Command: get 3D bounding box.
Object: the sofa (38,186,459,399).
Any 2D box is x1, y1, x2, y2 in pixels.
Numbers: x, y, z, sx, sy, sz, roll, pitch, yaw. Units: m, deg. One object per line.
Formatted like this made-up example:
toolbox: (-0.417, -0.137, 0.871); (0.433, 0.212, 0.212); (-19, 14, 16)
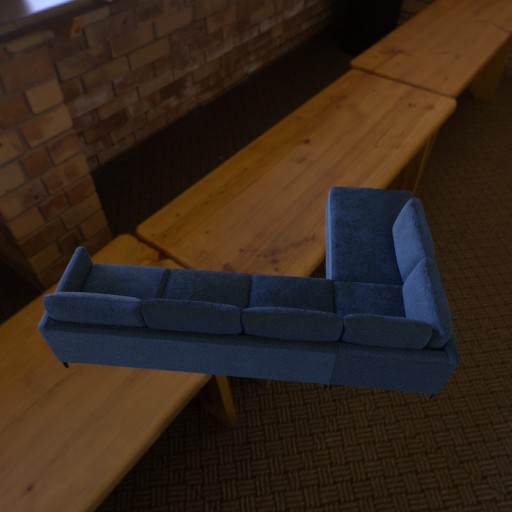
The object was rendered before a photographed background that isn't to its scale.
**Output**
sofa: (0.000, 0.000, 3.813); (2.949, 0.815, 2.007); (4, 48, 4)
